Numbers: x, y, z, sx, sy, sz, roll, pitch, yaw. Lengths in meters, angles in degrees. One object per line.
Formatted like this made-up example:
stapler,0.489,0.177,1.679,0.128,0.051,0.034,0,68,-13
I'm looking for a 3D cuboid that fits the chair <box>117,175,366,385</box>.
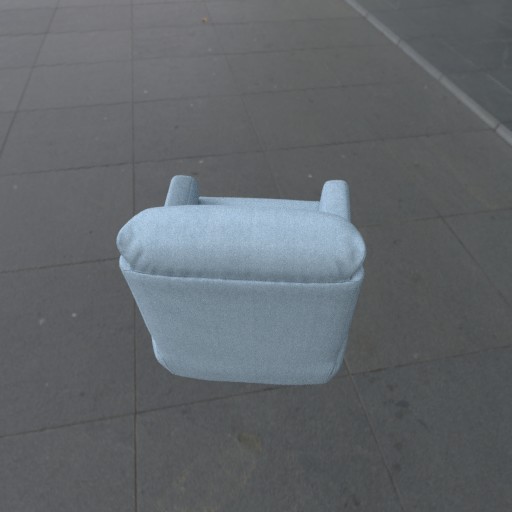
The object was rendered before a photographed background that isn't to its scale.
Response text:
chair,0.000,0.000,1.689,0.812,1.013,0.940,3,45,3
